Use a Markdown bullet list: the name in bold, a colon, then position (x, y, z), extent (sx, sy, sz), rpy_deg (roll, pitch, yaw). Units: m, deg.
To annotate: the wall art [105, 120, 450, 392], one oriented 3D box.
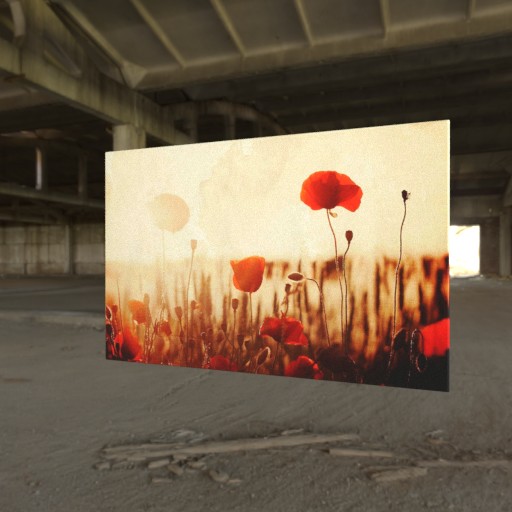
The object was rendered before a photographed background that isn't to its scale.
- **wall art**: position (0.000, 0.000, 1.147), extent (0.918, 0.602, 0.038), rpy_deg (0, 0, 20)
